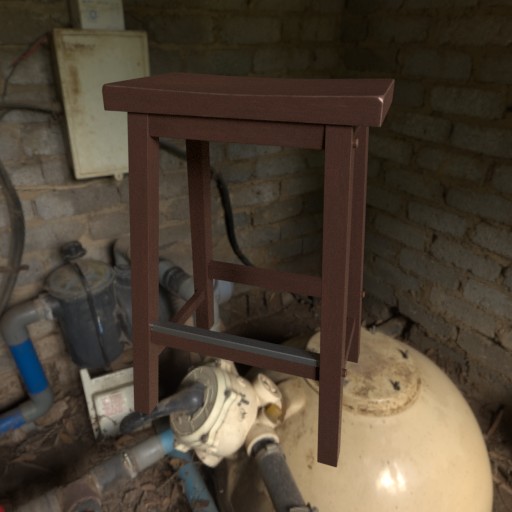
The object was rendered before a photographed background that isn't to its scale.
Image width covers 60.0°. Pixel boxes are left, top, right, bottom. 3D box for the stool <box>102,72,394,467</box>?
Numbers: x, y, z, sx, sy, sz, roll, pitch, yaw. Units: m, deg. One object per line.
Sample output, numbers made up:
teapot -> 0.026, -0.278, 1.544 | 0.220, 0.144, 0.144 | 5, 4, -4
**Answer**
stool -> 0.000, 0.000, 0.827 | 0.406, 0.610, 0.322 | 9, 28, 17
